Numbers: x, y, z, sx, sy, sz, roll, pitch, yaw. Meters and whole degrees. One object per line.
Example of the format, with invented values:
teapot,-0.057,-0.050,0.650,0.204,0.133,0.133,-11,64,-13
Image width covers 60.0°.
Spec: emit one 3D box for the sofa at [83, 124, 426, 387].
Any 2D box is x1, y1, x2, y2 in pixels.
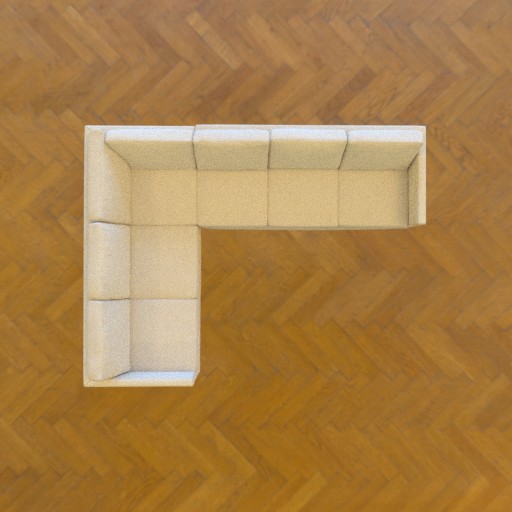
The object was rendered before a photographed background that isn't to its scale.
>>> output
sofa,0.000,0.000,4.339,3.182,0.863,2.432,0,90,-1
